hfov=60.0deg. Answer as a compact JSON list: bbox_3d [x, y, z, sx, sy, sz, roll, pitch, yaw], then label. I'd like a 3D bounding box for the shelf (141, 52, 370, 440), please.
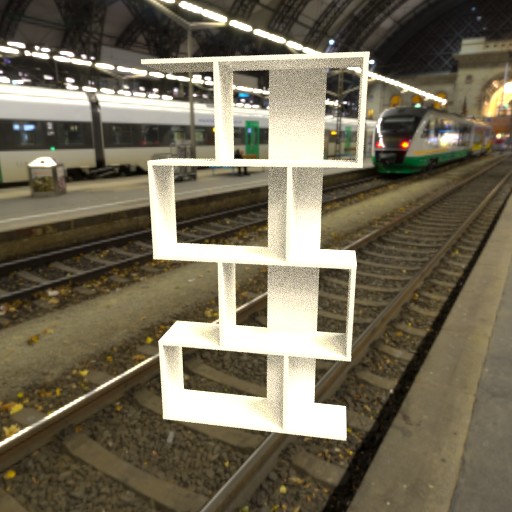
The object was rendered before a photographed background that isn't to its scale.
[{"bbox_3d":[0.000,0.000,2.026,0.890,1.650,0.250,3,15,10],"label":"shelf"}]
